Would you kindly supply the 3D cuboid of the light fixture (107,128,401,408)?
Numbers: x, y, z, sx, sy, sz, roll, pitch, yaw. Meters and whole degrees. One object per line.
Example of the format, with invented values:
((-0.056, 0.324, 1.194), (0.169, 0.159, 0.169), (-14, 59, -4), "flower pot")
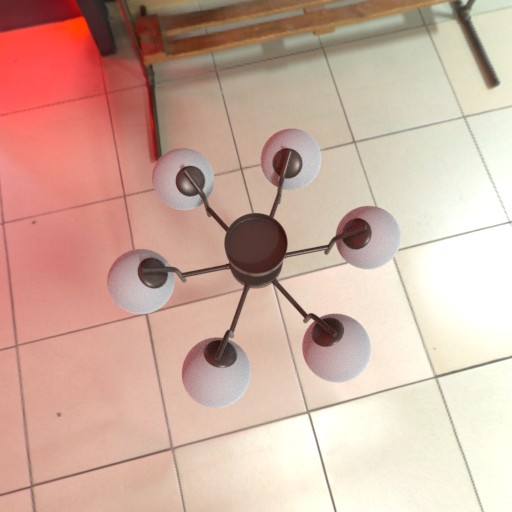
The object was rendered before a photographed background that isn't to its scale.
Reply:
((0.000, 0.000, 0.969), (0.662, 0.201, 0.662), (0, 75, 0), "light fixture")
